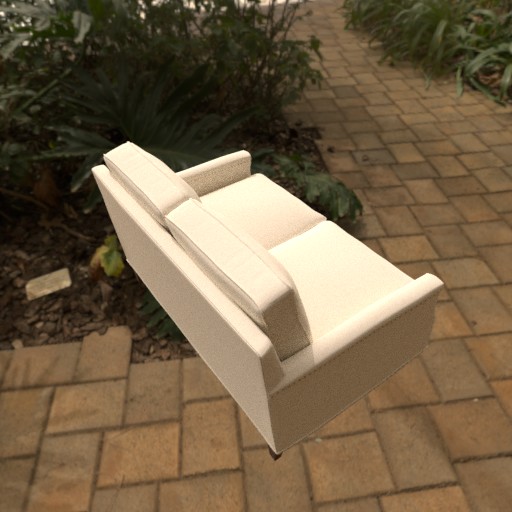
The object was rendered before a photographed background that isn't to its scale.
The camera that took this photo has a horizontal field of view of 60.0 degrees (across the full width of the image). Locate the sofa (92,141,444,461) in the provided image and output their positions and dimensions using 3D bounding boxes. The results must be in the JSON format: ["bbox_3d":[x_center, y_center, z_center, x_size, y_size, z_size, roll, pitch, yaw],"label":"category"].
[{"bbox_3d":[0.000,0.000,2.329,1.084,1.003,1.597,-25,46,-27],"label":"sofa"}]
